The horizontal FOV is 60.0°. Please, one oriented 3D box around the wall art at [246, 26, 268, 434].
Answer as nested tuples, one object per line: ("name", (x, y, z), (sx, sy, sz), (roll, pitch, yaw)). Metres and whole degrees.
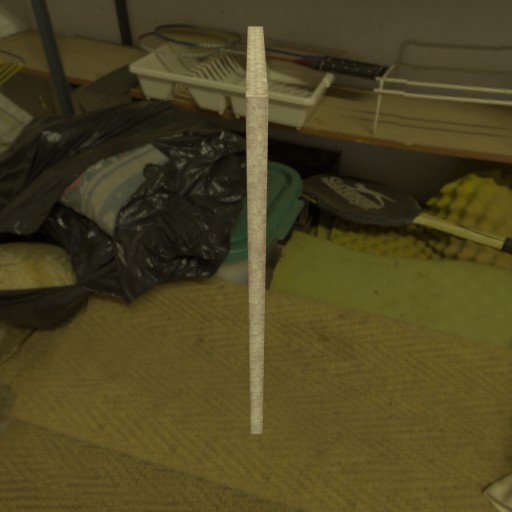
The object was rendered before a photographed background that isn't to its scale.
("wall art", (0.000, 0.000, 1.702), (0.051, 1.461, 0.648), (0, 40, 0))
